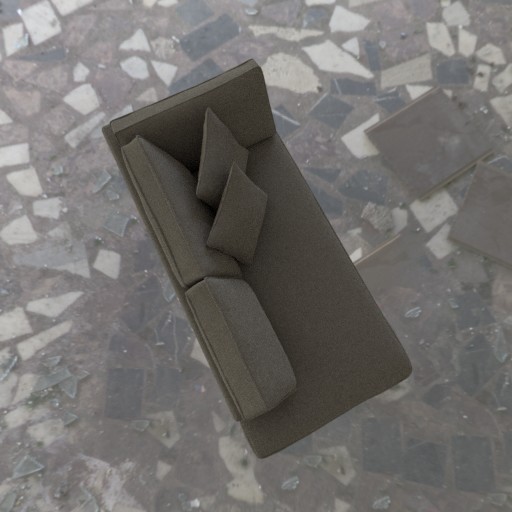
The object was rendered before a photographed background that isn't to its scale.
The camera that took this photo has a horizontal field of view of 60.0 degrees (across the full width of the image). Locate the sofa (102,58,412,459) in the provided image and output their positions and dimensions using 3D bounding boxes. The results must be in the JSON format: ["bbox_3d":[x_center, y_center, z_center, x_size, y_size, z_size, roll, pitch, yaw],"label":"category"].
[{"bbox_3d":[0.000,0.000,2.885,1.110,1.033,2.237,-26,77,-7],"label":"sofa"}]
